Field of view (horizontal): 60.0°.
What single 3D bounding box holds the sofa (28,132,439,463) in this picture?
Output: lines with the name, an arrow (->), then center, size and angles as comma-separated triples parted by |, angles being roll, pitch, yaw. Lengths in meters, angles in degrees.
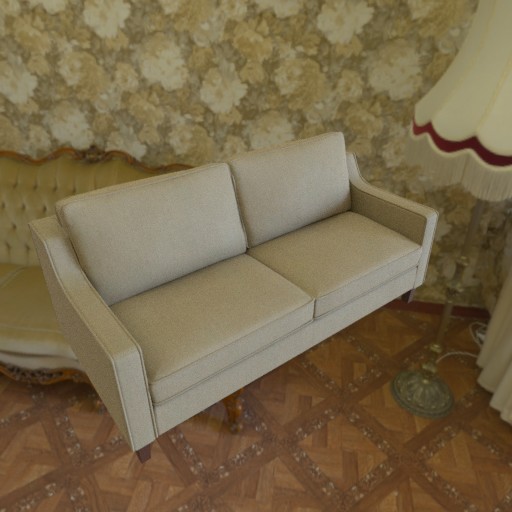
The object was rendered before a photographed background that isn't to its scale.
sofa -> 0.000, 0.000, 2.684 | 2.178, 1.071, 1.066 | -22, 37, -32
